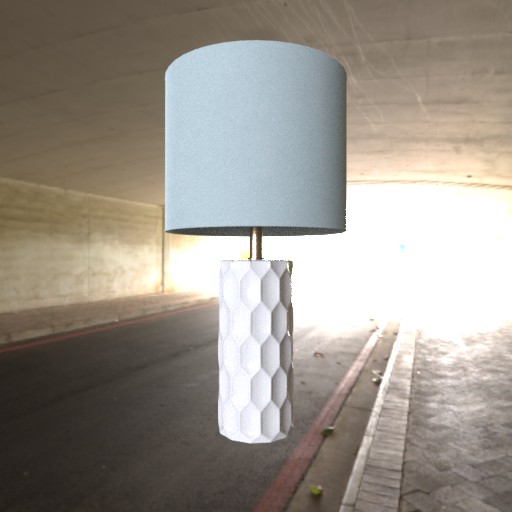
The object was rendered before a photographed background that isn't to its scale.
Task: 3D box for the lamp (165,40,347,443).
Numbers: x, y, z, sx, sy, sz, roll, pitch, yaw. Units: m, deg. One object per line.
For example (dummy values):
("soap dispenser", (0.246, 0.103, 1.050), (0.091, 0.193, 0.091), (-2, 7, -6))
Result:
("lamp", (0.000, 0.000, 0.686), (0.277, 0.534, 0.277), (0, 0, -37))
